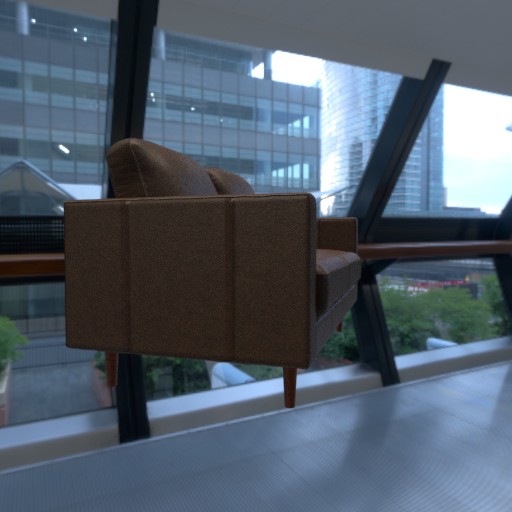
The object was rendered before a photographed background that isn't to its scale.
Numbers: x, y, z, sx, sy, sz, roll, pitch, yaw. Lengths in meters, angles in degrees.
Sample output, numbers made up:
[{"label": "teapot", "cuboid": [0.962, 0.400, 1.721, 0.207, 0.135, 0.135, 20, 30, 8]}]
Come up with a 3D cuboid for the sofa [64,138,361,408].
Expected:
[{"label": "sofa", "cuboid": [0.000, 0.000, 2.160, 0.909, 0.951, 1.578, 1, 2, 18]}]
